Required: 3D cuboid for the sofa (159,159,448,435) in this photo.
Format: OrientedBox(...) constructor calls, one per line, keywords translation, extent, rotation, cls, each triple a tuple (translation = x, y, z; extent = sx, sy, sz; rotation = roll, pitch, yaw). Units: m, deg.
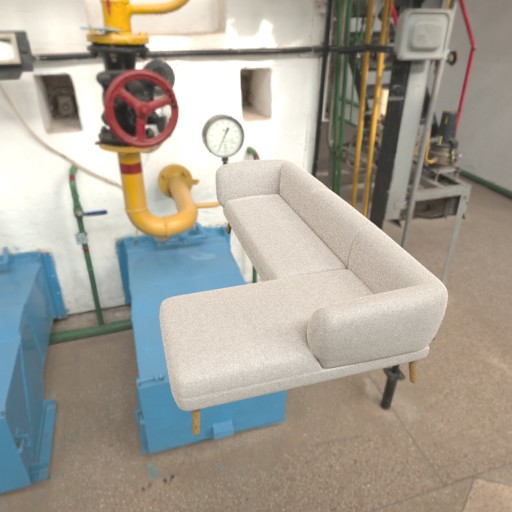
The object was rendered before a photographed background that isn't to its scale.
OrientedBox(translation=(0.000, 0.000, 3.456), extent=(1.610, 0.730, 2.660), rotation=(-8, 30, -14), cls="sofa")
